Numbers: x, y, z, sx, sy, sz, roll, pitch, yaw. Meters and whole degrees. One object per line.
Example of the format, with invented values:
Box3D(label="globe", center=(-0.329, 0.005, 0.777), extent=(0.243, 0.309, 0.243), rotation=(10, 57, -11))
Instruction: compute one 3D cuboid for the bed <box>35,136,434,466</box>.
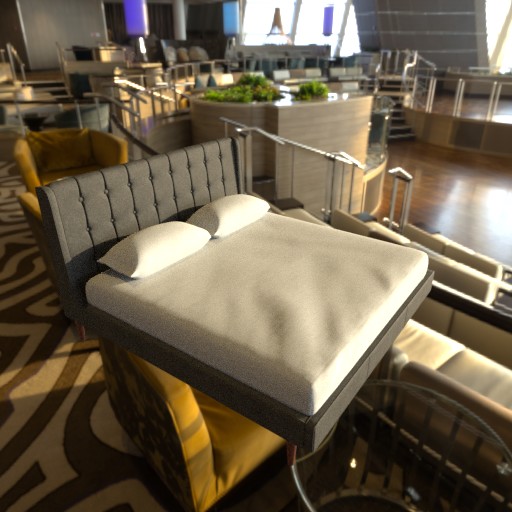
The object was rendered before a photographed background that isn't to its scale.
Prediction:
Box3D(label="bed", center=(0.000, 0.000, 2.541), extent=(1.638, 0.933, 1.531), rotation=(18, 31, 32))
